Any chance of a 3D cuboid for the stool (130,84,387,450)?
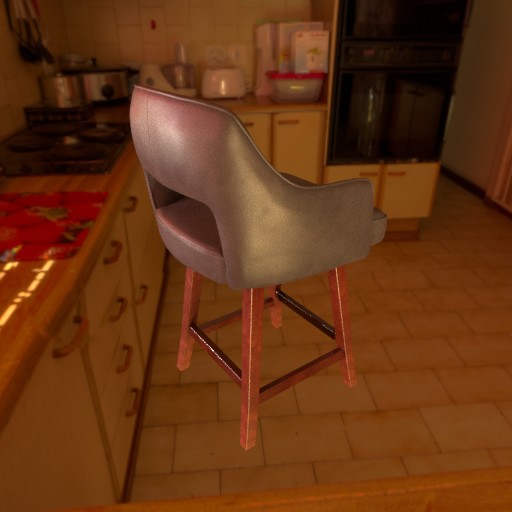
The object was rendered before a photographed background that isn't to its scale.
[{"bbox_3d":[0.000,0.000,1.263,0.560,0.936,0.550,-18,33,-31],"label":"stool"}]
